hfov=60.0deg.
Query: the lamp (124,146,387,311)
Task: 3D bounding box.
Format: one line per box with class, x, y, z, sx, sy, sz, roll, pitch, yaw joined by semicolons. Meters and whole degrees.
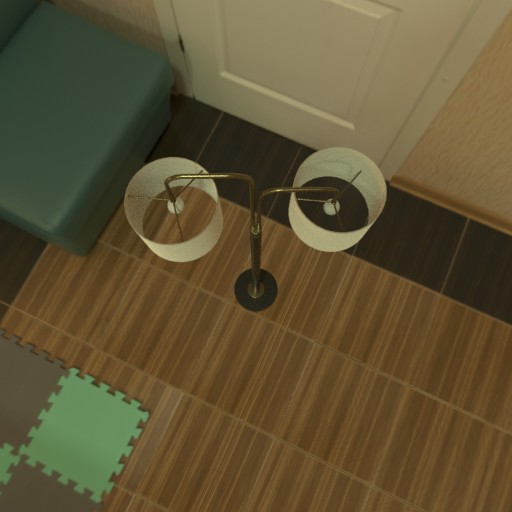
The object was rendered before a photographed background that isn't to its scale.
lamp;0.000;0.000;1.837;0.711;1.587;0.254;-4;75;-1
